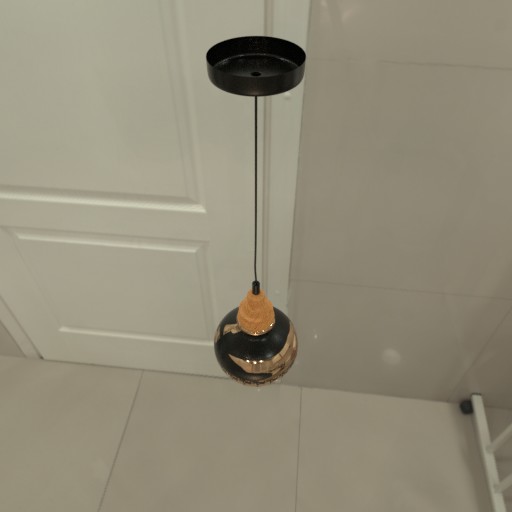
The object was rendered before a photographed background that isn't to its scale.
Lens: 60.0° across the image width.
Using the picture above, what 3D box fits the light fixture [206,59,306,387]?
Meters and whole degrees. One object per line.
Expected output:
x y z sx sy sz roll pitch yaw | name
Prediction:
0.000 0.000 1.802 0.430 1.606 0.430 5 47 5 | light fixture
